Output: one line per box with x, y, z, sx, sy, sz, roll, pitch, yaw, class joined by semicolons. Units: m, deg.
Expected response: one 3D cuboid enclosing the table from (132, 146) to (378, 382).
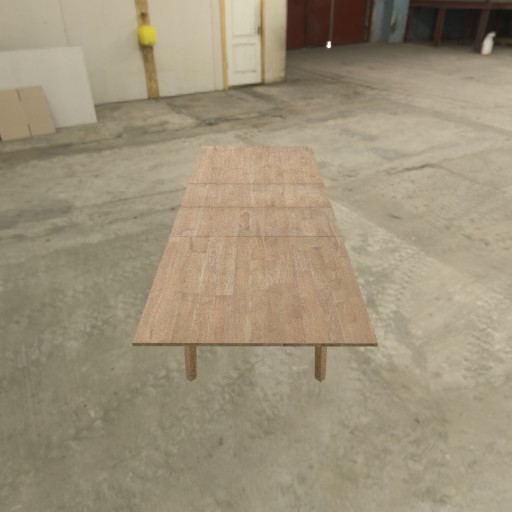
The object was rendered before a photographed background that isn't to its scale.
0.000;0.000;3.107;1.000;0.752;2.603;0;31;0;table
